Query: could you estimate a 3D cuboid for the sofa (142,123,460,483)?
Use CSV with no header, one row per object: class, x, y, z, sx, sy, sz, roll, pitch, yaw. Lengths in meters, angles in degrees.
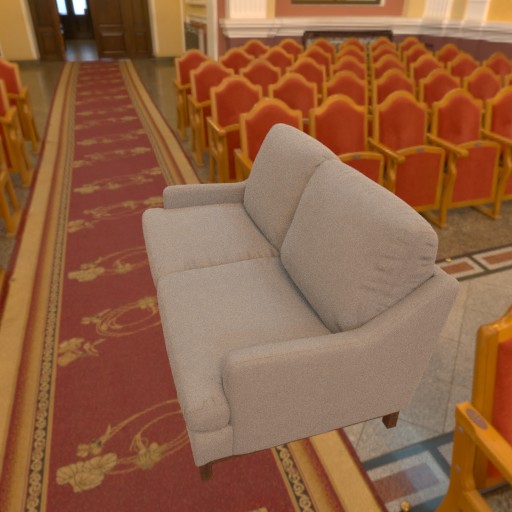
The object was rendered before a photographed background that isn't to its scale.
sofa,0.000,0.000,2.129,0.987,0.921,1.589,-9,32,-15
